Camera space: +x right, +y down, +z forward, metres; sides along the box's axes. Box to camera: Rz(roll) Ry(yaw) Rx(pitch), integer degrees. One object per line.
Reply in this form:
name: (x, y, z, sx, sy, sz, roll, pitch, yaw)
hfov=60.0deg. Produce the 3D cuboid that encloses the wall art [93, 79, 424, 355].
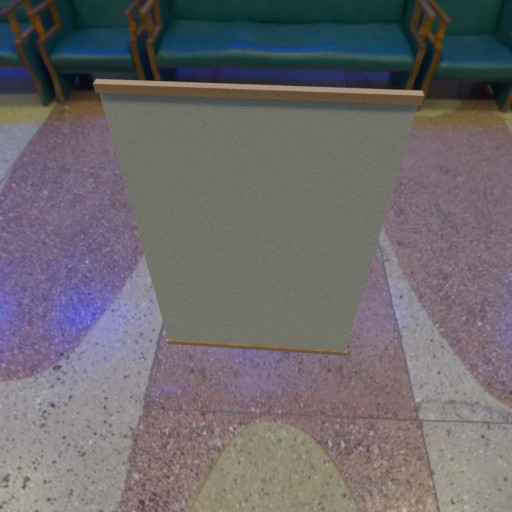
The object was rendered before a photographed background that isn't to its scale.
wall art: (0.000, 0.000, 1.898, 0.990, 1.519, 0.030, 3, 48, 3)
